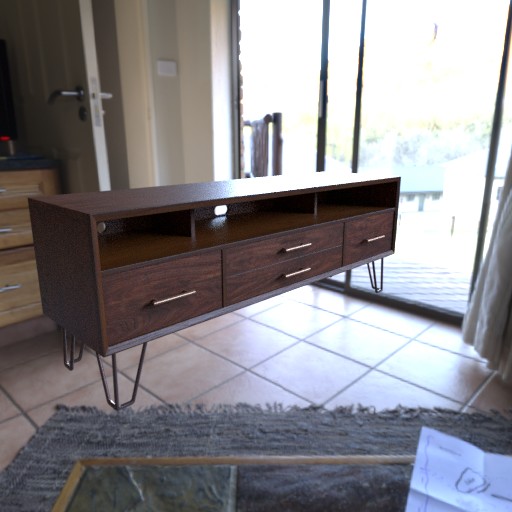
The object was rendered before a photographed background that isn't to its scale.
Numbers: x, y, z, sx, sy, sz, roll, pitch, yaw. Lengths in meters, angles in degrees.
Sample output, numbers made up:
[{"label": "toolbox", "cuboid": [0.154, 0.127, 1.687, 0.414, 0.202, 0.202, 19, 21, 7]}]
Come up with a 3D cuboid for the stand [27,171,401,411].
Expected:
[{"label": "stand", "cuboid": [0.000, 0.000, 1.913, 1.626, 0.610, 0.481, -14, 21, -43]}]
